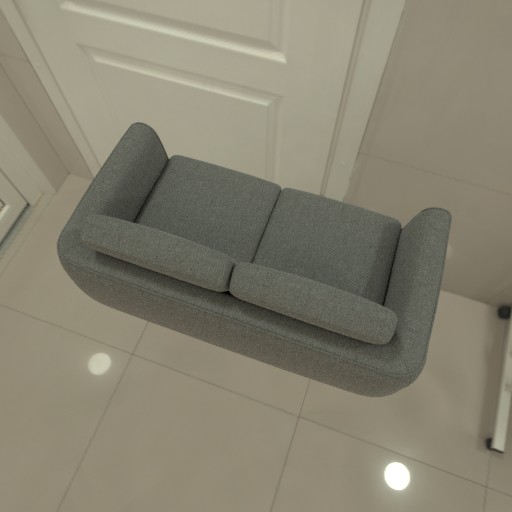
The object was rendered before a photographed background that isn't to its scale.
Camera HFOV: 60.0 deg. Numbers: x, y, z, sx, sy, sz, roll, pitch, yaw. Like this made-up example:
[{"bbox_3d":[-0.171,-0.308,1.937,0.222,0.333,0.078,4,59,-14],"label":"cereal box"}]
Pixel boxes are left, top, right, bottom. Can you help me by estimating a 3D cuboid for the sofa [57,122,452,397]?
[{"bbox_3d":[0.000,0.000,2.206,1.700,0.870,0.920,18,65,8],"label":"sofa"}]
